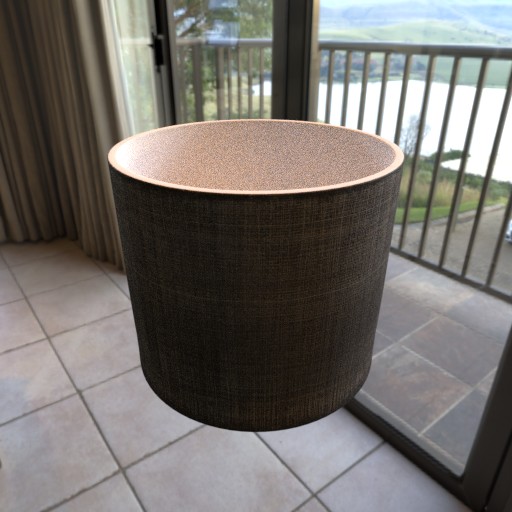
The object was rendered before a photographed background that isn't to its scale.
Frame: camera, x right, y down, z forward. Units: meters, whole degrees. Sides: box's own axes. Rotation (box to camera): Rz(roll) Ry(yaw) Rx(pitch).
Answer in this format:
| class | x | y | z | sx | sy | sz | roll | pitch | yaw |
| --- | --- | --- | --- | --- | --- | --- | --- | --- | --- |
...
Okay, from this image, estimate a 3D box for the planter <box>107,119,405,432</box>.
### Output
| class | x | y | z | sx | sy | sz | roll | pitch | yaw |
| --- | --- | --- | --- | --- | --- | --- | --- | --- | --- |
| planter | 0.000 | 0.000 | 0.445 | 0.254 | 0.221 | 0.254 | 0 | 28 | 0 |
